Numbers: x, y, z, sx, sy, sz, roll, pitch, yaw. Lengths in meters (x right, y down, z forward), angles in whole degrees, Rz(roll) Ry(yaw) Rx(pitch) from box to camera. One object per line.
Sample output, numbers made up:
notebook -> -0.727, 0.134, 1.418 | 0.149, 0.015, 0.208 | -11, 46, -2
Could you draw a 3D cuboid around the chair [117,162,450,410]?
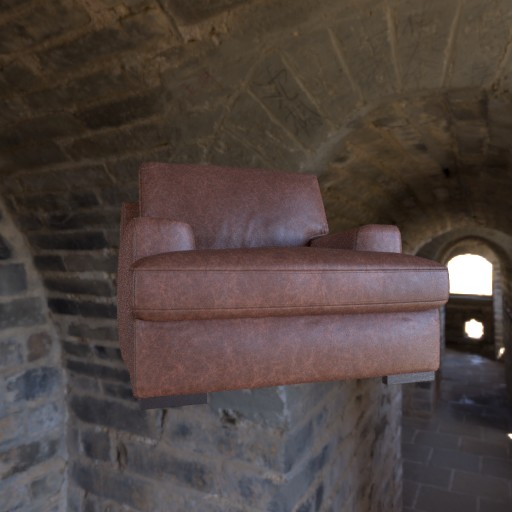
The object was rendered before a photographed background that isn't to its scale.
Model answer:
chair -> 0.000, 0.000, 1.970 | 1.168, 0.939, 1.143 | 0, -1, -18
